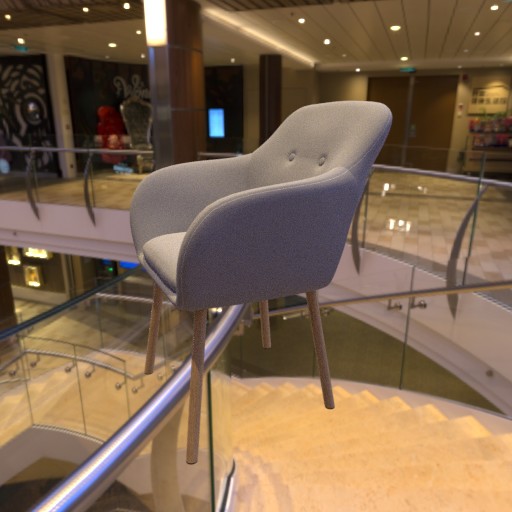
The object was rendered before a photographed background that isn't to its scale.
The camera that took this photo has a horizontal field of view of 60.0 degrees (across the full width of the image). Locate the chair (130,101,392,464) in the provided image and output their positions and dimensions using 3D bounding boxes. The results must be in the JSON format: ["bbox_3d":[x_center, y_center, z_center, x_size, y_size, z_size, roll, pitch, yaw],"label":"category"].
[{"bbox_3d":[0.000,0.000,1.244,0.590,0.830,0.570,-8,19,-25],"label":"chair"}]
